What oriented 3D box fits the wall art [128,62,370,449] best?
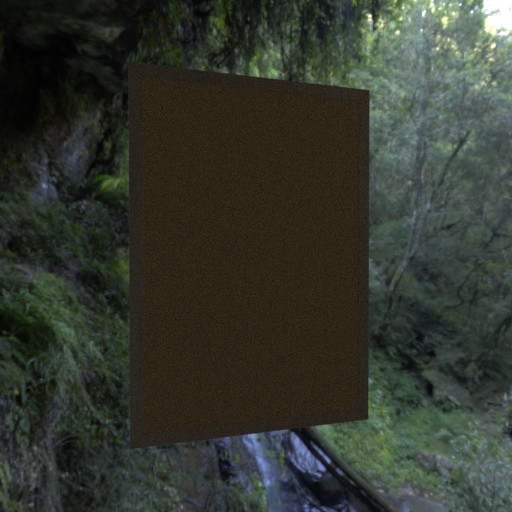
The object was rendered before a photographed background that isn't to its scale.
[{"bbox_3d":[0.000,0.000,0.647,0.356,0.509,0.031,0,1,-17],"label":"wall art"}]
